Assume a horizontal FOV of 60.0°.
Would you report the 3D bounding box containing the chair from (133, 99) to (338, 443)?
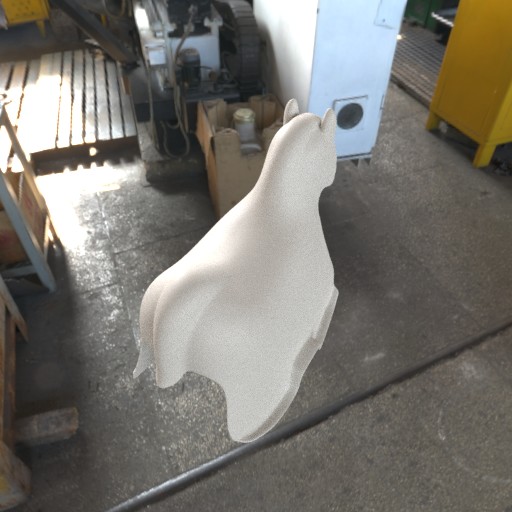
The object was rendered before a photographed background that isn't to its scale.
[{"bbox_3d":[0.000,0.000,1.152,0.429,0.612,0.800,23,49,22],"label":"chair"}]
